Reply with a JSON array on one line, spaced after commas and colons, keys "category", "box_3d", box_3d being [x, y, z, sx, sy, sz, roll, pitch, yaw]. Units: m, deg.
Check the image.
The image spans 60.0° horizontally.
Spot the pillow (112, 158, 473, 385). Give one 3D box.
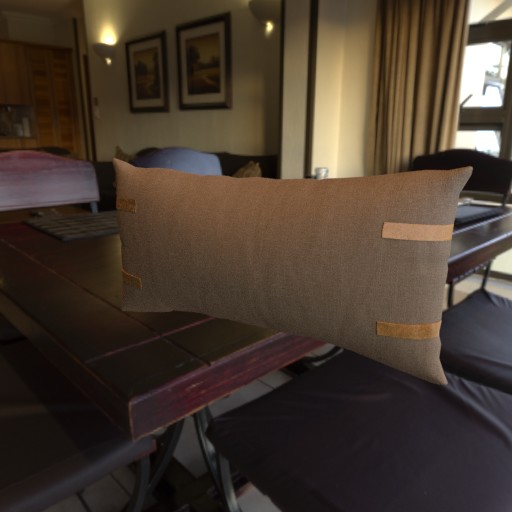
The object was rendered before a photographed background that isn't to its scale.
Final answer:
[{"category": "pillow", "box_3d": [0.000, 0.000, 0.724, 0.612, 0.308, 0.148, 8, 18, 26]}]
